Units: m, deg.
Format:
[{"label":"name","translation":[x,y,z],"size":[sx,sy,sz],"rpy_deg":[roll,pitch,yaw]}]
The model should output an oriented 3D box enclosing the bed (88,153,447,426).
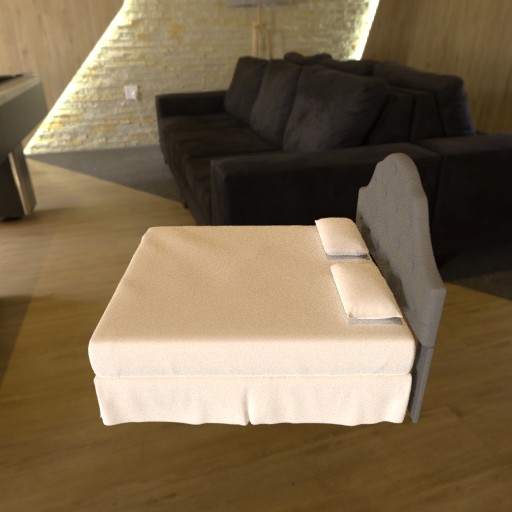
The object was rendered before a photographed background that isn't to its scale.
[{"label":"bed","translation":[0.000,0.000,3.560],"size":[2.214,1.615,2.008],"rpy_deg":[0,27,-1]}]
